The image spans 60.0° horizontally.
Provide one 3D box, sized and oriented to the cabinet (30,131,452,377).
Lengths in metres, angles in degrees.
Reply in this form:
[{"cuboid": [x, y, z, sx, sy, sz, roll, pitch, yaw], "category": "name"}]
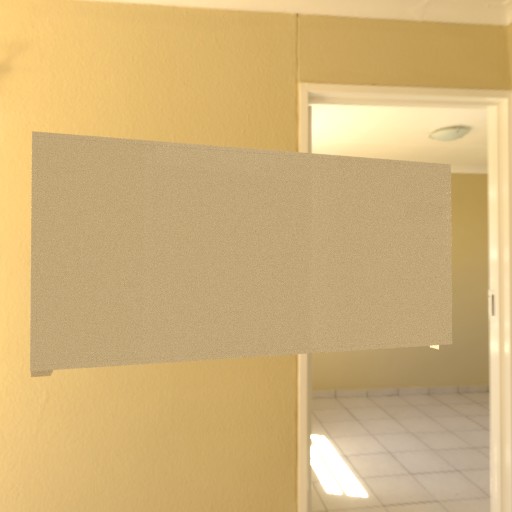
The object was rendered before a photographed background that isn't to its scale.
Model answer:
[{"cuboid": [0.000, 0.000, 1.870, 1.650, 0.800, 0.400, 0, -1, -17], "category": "cabinet"}]
